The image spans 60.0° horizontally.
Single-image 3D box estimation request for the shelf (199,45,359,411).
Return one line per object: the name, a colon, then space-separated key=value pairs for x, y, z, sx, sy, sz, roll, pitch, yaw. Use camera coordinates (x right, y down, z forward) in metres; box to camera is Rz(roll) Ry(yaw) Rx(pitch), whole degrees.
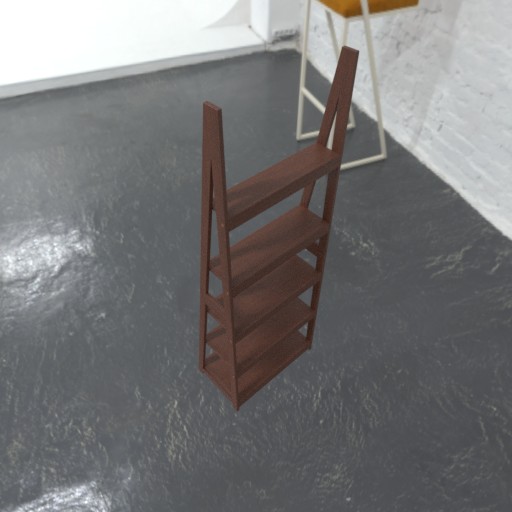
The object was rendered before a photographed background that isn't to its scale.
shelf: x=0.000 y=0.000 z=2.027 sx=0.600 sy=1.770 sz=0.350 roll=-33 pitch=54 yaw=-28
